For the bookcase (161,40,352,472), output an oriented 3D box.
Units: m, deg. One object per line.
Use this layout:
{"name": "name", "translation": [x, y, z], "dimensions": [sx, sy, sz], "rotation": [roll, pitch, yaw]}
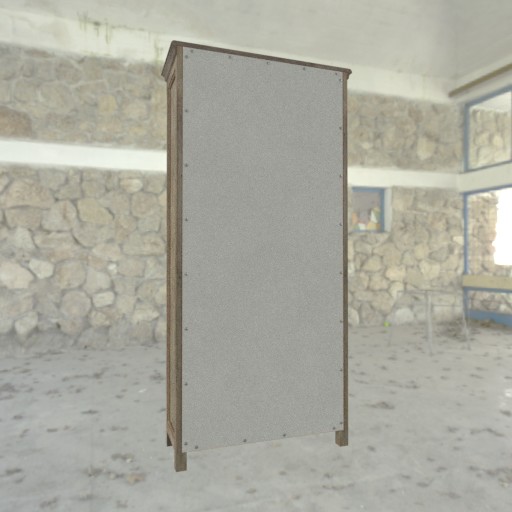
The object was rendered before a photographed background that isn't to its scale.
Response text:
{"name": "bookcase", "translation": [0.000, 0.000, 2.231], "dimensions": [0.906, 1.880, 0.348], "rotation": [0, -1, -19]}
